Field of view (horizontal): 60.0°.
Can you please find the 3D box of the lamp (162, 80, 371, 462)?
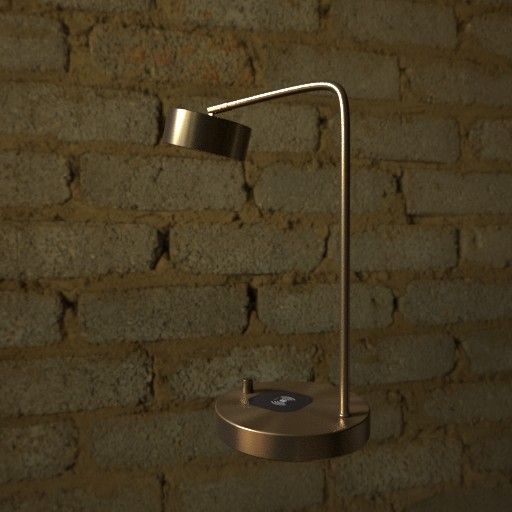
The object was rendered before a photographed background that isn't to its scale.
[{"bbox_3d":[0.000,0.000,0.522,0.270,0.380,0.171,1,1,37],"label":"lamp"}]
